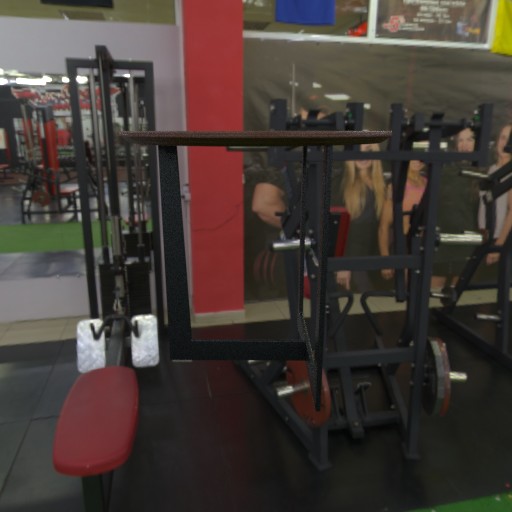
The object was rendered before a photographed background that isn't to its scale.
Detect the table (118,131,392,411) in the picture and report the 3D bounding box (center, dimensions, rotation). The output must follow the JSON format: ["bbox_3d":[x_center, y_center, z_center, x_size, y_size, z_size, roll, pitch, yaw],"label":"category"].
[{"bbox_3d":[0.000,0.000,0.879,0.494,0.476,0.477,-3,16,-10],"label":"table"}]
